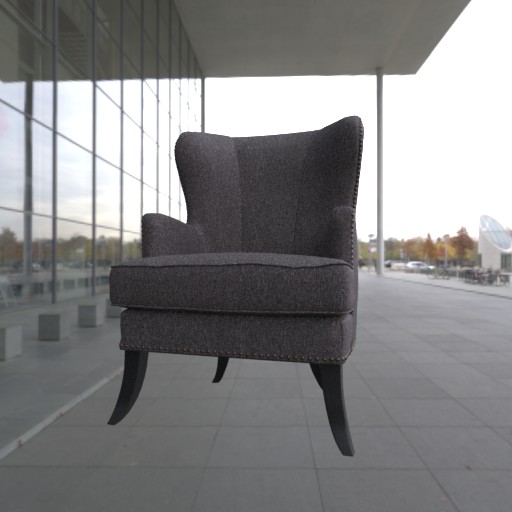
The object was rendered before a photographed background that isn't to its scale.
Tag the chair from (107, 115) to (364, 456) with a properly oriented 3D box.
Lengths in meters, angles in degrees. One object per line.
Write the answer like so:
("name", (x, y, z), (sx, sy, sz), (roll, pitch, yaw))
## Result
("chair", (0.000, 0.000, 1.612), (0.759, 1.060, 0.758), (0, -1, 18))
